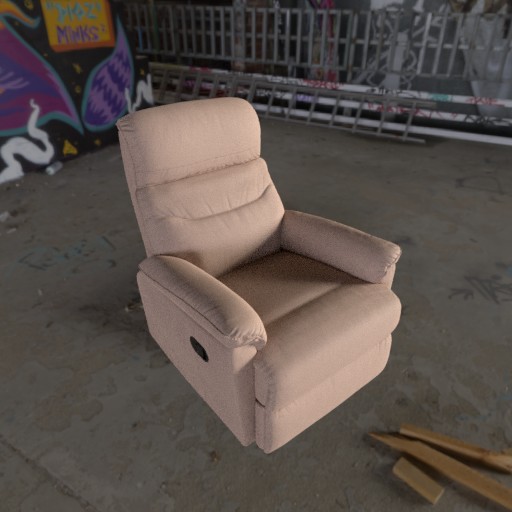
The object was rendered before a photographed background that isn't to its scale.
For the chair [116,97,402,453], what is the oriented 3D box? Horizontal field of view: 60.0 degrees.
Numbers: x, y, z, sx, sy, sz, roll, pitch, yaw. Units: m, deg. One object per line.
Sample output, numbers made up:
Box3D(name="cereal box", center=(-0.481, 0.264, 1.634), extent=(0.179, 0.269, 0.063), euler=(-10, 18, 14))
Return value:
Box3D(name="chair", center=(0.000, 0.000, 1.739), extent=(0.820, 1.037, 1.004), euler=(-22, 37, -33))
